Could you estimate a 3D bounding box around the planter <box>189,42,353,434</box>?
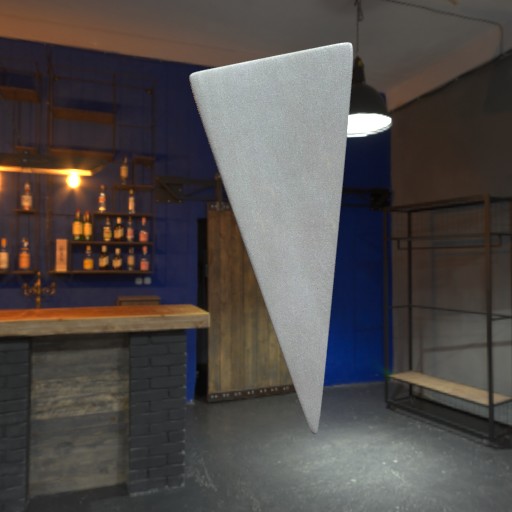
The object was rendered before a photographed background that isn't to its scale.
[{"bbox_3d":[0.000,0.000,0.155,0.047,0.130,0.058,0,0,-18],"label":"planter"}]
